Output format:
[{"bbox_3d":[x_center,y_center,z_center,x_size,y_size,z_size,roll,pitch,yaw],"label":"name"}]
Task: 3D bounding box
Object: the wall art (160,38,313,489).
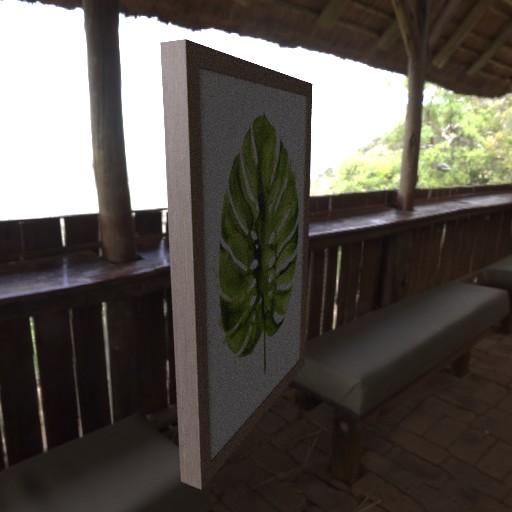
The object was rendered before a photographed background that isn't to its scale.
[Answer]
[{"bbox_3d":[0.000,0.000,0.645,0.032,0.510,0.358,7,16,26],"label":"wall art"}]
